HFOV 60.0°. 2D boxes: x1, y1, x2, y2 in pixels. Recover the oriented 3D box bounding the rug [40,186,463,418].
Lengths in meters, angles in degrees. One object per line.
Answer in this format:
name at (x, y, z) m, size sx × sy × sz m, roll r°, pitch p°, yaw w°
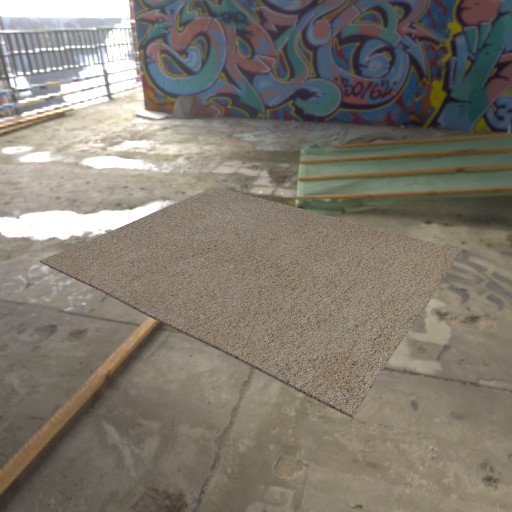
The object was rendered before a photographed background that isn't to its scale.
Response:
rug at (0.000, 0.000, 4.022) m, size 3.000 × 0.025 × 2.400 m, roll 19°, pitch 34°, yaw 31°
